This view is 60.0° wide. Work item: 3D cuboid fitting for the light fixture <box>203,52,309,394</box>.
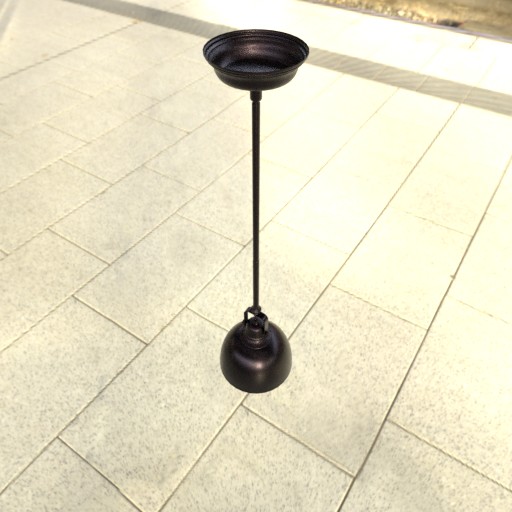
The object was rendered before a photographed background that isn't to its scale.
[{"bbox_3d":[0.000,0.000,0.844,0.182,0.768,0.182,24,51,21],"label":"light fixture"}]
